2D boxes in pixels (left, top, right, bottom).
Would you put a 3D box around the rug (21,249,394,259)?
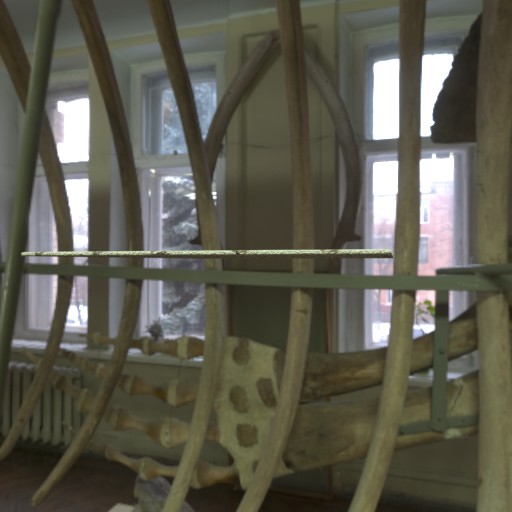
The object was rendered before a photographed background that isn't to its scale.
[{"bbox_3d":[0.000,0.000,4.118,2.438,0.029,3.047,0,-1,18],"label":"rug"}]
